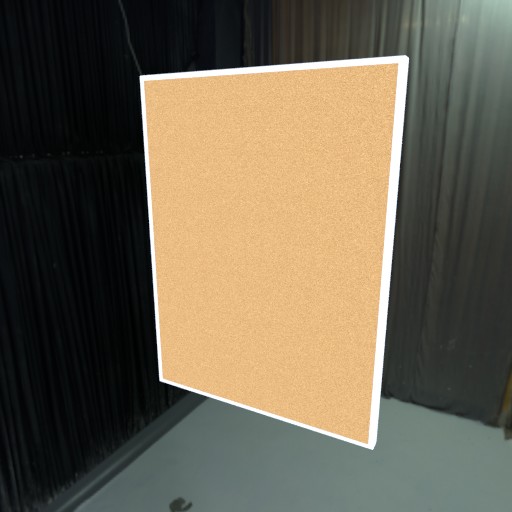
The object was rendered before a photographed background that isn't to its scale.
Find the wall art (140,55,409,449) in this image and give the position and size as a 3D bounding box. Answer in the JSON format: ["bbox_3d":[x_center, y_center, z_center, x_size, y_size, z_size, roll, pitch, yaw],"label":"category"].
[{"bbox_3d":[0.000,0.000,1.549,0.914,1.221,0.046,8,17,27],"label":"wall art"}]
